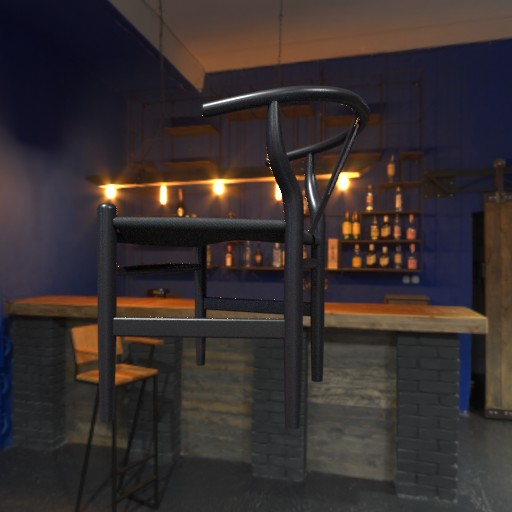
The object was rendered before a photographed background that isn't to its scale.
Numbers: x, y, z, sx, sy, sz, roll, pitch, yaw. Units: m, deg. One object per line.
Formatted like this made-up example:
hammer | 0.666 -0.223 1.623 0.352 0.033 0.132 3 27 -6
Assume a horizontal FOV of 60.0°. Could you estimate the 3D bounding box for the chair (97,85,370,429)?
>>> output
chair | 0.000 0.000 1.163 0.579 0.730 0.569 0 0 16
